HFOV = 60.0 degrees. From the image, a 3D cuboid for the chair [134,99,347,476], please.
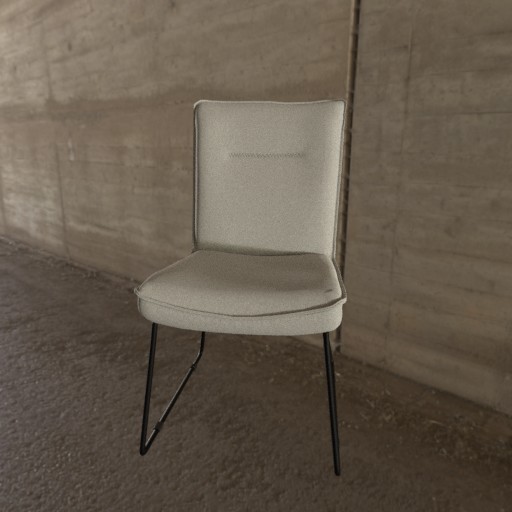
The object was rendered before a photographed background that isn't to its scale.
[{"bbox_3d":[0.000,0.000,1.312,0.515,0.930,0.688,2,15,8],"label":"chair"}]
